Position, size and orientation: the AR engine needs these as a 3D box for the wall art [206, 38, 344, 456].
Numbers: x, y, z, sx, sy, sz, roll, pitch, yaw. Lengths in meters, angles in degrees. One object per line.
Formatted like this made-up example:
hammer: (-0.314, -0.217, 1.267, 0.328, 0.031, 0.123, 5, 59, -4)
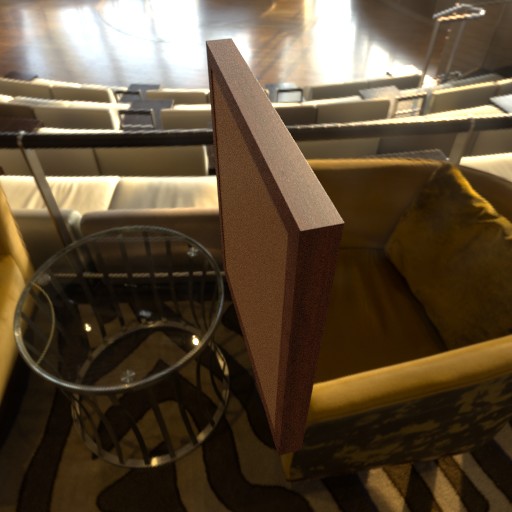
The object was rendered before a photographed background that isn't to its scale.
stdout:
wall art: (0.000, 0.000, 0.531, 0.030, 0.381, 0.330, -11, 47, -10)
